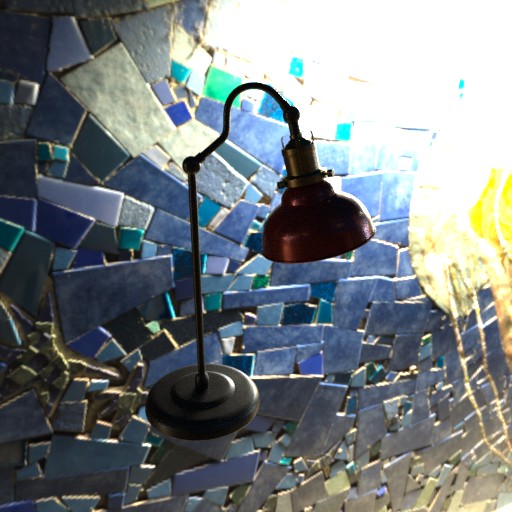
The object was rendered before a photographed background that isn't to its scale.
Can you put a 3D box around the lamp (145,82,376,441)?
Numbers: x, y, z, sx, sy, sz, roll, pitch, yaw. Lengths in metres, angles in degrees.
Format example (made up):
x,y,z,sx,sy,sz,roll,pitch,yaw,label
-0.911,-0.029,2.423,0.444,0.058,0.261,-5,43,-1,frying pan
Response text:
x,y,z,sx,sy,sz,roll,pitch,yaw,label
0.000,0.000,0.693,0.374,0.508,0.192,-3,17,-10,lamp
